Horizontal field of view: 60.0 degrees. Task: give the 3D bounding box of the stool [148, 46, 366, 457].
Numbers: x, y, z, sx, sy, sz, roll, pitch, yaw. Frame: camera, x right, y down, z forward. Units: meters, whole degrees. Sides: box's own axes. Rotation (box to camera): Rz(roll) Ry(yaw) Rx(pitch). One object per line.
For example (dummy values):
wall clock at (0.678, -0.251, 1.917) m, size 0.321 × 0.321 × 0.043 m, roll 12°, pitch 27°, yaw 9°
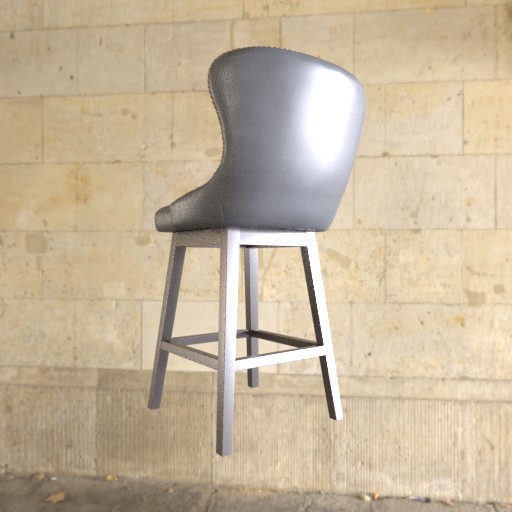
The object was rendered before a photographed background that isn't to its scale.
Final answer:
stool at (0.000, 0.000, 1.316) m, size 0.528 × 0.971 × 0.593 m, roll 0°, pitch -1°, yaw -37°
